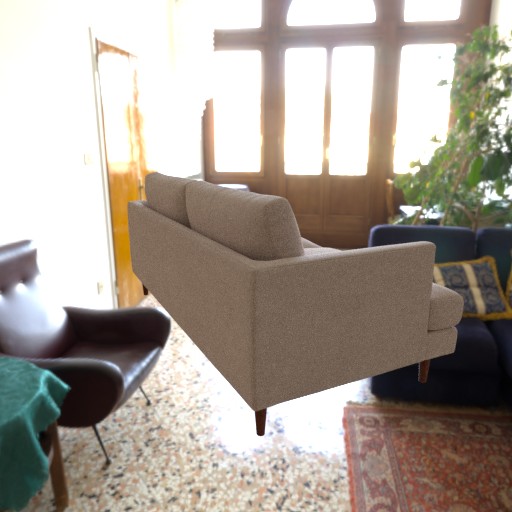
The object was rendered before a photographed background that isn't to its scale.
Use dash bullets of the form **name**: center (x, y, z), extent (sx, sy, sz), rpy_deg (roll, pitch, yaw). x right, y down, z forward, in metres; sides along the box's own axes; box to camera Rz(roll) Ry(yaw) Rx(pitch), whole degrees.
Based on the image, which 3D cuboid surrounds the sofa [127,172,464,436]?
- **sofa**: center (0.000, 0.000, 2.492), extent (1.020, 0.868, 1.948), rpy_deg (-7, 16, -26)
